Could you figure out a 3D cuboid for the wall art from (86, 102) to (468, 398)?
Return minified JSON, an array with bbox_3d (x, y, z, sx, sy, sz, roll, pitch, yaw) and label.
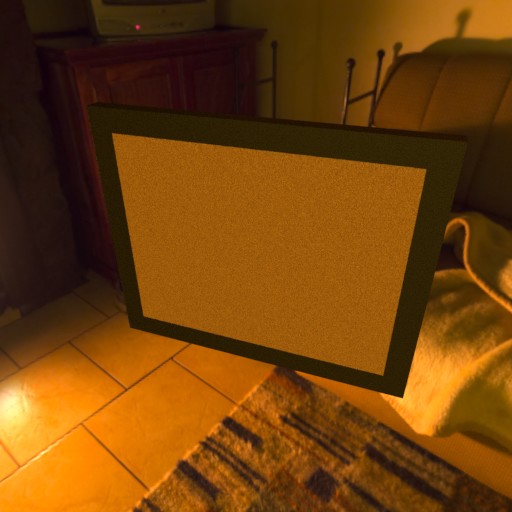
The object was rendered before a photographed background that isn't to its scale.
[{"bbox_3d":[0.000,0.000,0.753,0.561,0.460,0.028,11,33,17],"label":"wall art"}]
